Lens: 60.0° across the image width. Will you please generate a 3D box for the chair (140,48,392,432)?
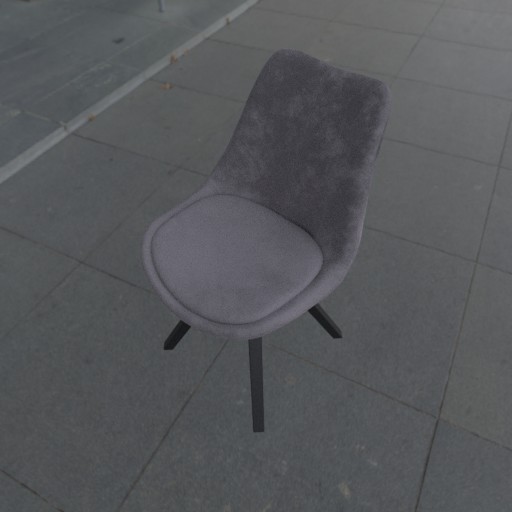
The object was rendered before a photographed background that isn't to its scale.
[{"bbox_3d":[0.000,0.000,1.169,0.485,0.850,0.550,34,56,27],"label":"chair"}]
